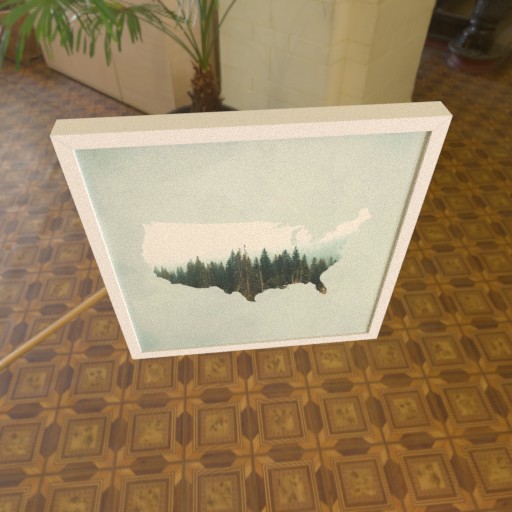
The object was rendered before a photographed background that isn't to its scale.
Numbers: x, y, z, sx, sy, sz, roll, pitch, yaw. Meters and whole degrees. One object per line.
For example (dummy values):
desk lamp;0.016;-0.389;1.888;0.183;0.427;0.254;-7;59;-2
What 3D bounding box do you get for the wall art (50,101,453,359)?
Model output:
wall art;0.000;0.000;0.753;0.509;0.509;0.040;-4;46;-4
